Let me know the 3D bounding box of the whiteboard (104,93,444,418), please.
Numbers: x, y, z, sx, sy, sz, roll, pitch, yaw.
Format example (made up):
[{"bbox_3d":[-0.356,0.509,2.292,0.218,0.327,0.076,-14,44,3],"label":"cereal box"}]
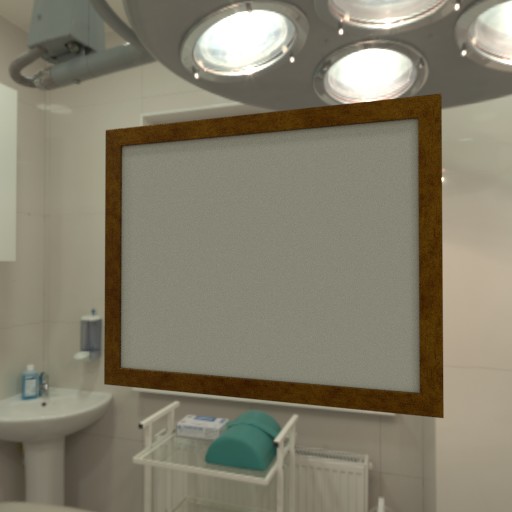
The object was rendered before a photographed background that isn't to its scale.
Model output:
[{"bbox_3d":[0.000,0.000,0.724,0.561,0.457,0.029,0,-1,18],"label":"whiteboard"}]
